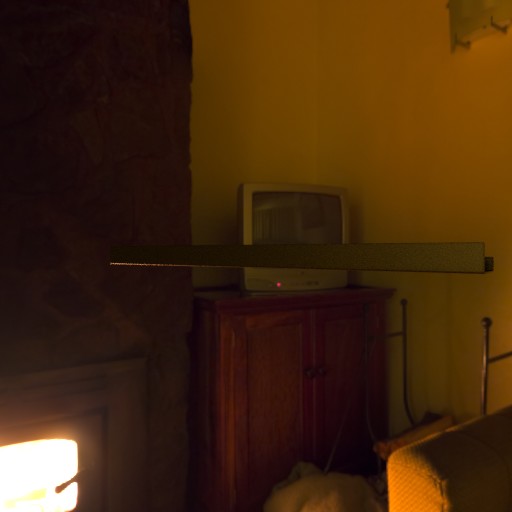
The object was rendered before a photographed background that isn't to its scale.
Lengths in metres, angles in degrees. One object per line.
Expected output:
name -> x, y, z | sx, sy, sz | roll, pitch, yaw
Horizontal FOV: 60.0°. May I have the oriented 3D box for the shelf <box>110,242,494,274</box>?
shelf -> 0.000, 0.000, 0.981 | 0.924, 0.049, 0.092 | 0, 1, 36
